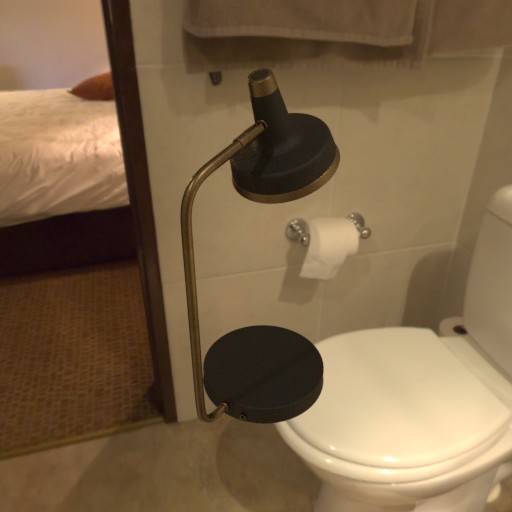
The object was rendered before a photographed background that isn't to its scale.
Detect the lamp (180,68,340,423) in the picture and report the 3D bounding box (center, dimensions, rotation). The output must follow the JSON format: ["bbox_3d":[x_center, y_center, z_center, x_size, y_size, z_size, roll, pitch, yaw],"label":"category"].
[{"bbox_3d":[0.000,0.000,0.495,0.162,0.385,0.218,20,35,31],"label":"lamp"}]
